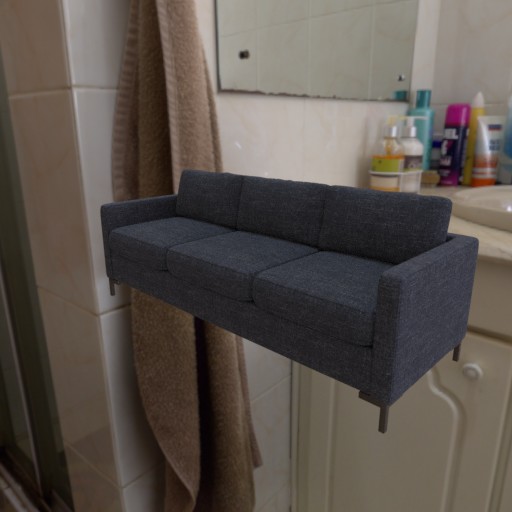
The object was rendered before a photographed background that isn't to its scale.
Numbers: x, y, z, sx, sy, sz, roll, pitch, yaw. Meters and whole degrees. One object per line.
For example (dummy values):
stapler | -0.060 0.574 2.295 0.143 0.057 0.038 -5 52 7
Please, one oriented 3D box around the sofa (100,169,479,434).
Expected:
sofa | 0.000 0.000 2.654 2.218 0.874 0.859 15 22 42
